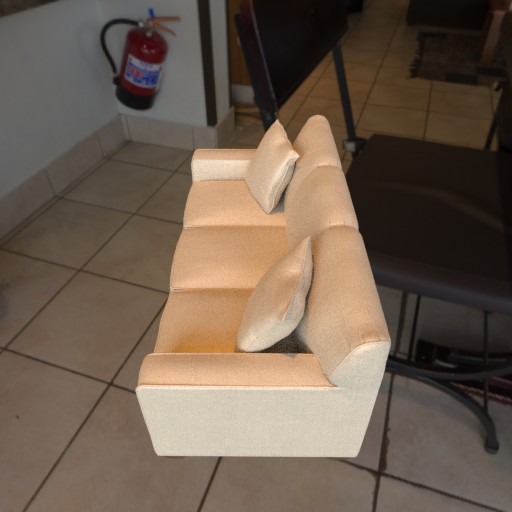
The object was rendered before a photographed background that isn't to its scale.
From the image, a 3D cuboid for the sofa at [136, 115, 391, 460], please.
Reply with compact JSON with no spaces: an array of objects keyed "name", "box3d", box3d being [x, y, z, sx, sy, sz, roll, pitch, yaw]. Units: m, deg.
[{"name":"sofa","box3d":[0.000,0.000,2.575,0.997,0.958,2.024,0,40,0]}]
